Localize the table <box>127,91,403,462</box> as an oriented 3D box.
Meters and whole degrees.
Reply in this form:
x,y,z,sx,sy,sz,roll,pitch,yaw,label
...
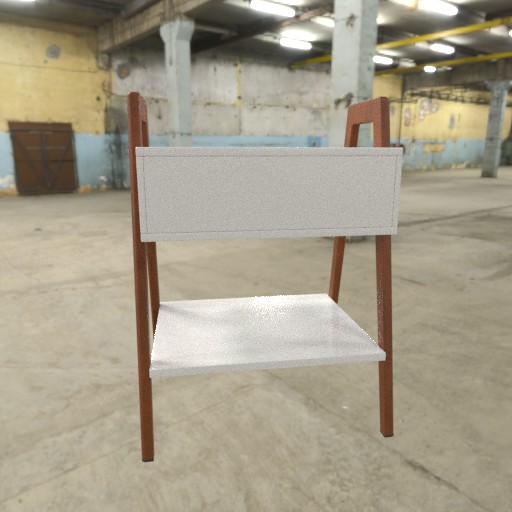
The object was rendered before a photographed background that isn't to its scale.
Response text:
x,y,z,sx,sy,sz,roll,pitch,yaw,label
0.000,0.000,0.912,0.457,0.610,0.405,-2,13,-9,table
